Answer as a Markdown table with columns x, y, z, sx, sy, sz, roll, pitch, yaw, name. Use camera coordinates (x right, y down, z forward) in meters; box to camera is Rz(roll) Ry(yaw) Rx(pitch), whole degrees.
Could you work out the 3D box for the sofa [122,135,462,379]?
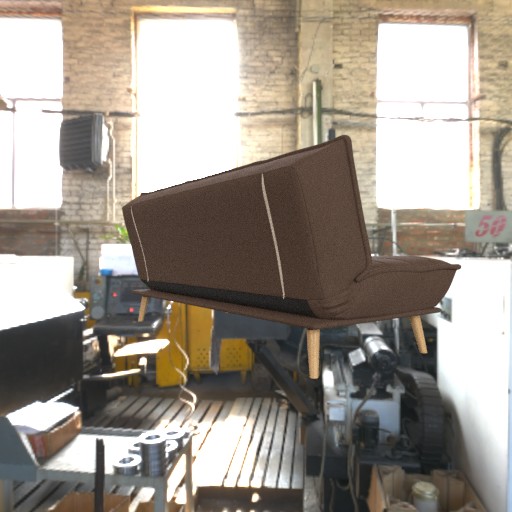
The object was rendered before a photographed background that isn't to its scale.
| x | y | z | sx | sy | sz | roll | pitch | yaw | name |
| --- | --- | --- | --- | --- | --- | --- | --- | --- | --- |
| 0.000 | 0.000 | 2.533 | 0.950 | 0.890 | 1.940 | 0 | 0 | -36 | sofa |
